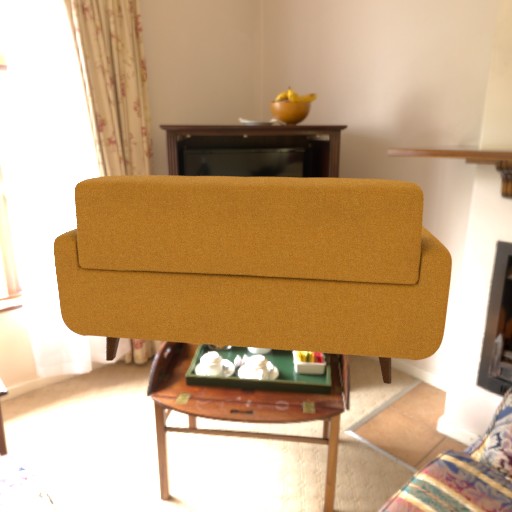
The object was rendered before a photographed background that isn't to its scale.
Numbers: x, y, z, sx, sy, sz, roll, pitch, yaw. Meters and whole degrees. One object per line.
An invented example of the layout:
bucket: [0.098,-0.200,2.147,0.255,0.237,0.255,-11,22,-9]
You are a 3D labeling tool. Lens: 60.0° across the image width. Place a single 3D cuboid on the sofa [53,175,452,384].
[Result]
sofa: [0.000,0.000,2.228,1.631,0.841,0.909,2,15,9]
